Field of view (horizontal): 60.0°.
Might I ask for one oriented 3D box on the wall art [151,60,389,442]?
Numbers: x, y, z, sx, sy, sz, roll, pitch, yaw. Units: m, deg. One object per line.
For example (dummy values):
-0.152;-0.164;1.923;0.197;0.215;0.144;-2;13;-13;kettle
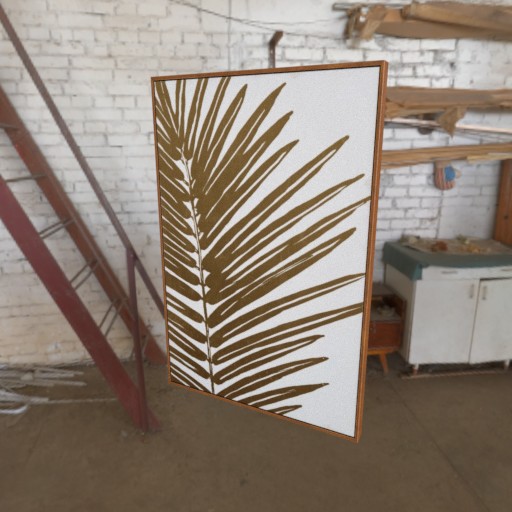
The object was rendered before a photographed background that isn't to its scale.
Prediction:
0.000;0.000;1.174;0.610;0.914;0.037;8;17;26;wall art
